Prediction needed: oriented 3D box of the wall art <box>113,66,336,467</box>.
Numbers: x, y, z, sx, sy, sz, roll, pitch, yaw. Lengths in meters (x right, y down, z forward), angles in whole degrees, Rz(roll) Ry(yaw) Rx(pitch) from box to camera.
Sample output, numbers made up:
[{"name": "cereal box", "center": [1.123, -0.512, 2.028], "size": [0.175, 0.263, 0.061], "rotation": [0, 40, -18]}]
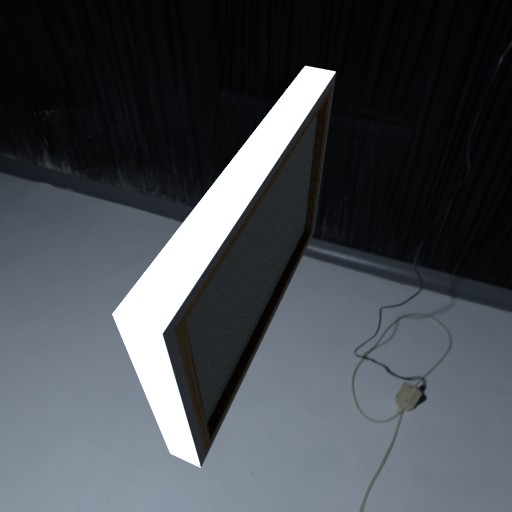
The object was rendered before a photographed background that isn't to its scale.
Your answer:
[{"name": "wall art", "center": [0.000, 0.000, 0.492], "size": [0.038, 0.259, 0.381], "rotation": [18, 50, 15]}]
